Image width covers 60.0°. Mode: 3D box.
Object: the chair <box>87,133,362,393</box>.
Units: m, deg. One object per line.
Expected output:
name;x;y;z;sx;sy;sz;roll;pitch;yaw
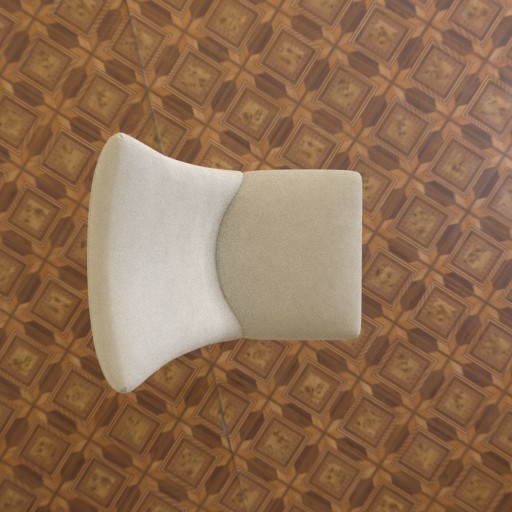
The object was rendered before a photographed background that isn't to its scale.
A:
chair;0.000;0.000;1.236;0.610;0.902;0.495;0;92;1
